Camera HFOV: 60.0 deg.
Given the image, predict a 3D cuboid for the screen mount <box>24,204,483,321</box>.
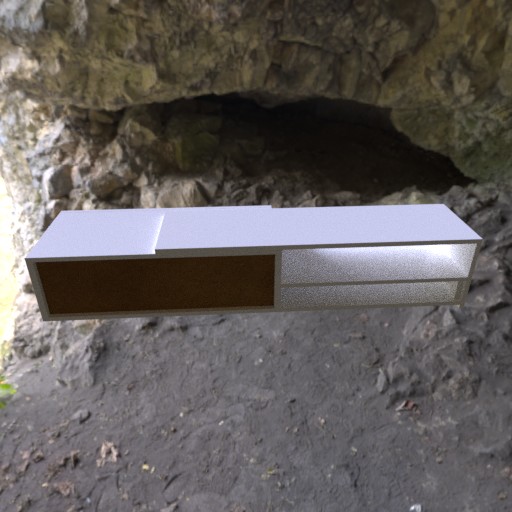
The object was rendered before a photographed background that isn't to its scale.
[{"bbox_3d":[0.000,0.000,1.876,1.680,0.320,0.420,-2,30,-3],"label":"screen mount"}]
